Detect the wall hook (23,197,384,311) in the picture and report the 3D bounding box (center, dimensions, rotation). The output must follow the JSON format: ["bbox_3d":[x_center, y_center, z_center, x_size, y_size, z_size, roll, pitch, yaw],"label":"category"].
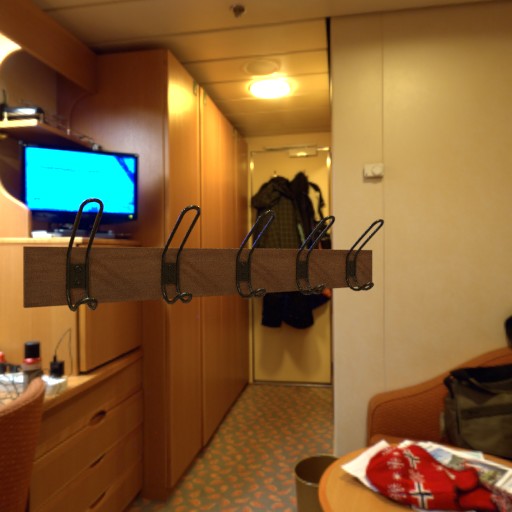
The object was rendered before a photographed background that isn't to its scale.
[{"bbox_3d":[0.000,0.000,0.601,0.554,0.116,0.076,0,0,-36],"label":"wall hook"}]
